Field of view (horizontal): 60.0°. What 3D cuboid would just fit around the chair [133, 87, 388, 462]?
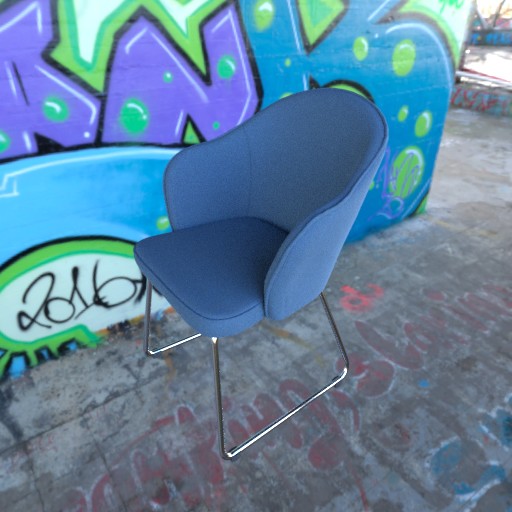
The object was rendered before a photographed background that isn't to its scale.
[{"bbox_3d":[0.000,0.000,1.222,0.585,0.815,0.570,-20,36,-31],"label":"chair"}]
